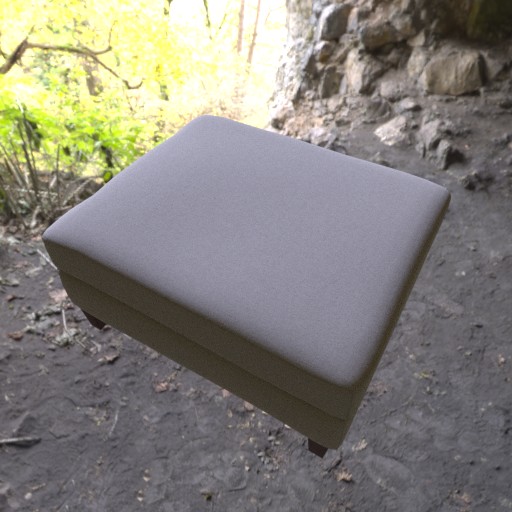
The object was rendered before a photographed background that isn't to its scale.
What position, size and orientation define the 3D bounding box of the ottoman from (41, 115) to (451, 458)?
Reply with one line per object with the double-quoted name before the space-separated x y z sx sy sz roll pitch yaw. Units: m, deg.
"ottoman" 0.000 0.000 1.458 0.976 0.492 0.836 23 51 21
